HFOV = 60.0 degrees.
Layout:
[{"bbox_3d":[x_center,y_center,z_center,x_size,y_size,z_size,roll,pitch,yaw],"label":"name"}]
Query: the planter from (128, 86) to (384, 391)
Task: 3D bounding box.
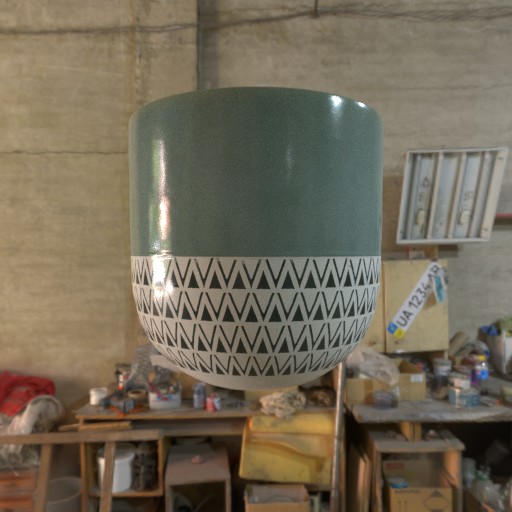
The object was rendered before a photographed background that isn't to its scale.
[{"bbox_3d":[0.000,0.000,0.482,0.266,0.270,0.266,0,0,0],"label":"planter"}]
